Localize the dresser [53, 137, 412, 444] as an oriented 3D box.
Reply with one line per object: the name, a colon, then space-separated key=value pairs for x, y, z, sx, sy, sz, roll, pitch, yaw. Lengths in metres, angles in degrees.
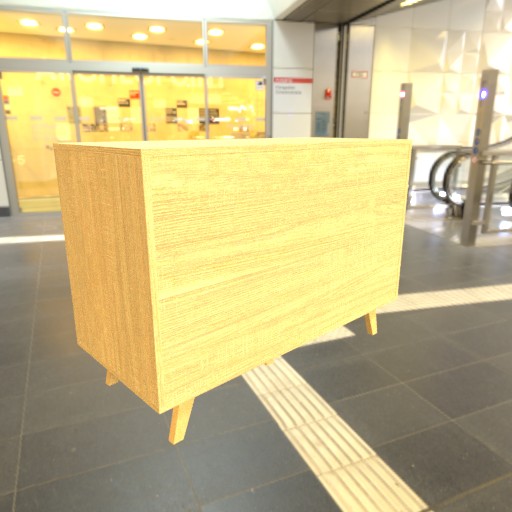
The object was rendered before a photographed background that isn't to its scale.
dresser: x=0.000 y=0.000 z=1.553 sx=1.110 sy=0.780 sz=0.500 roll=-15 pitch=22 yaw=-41
